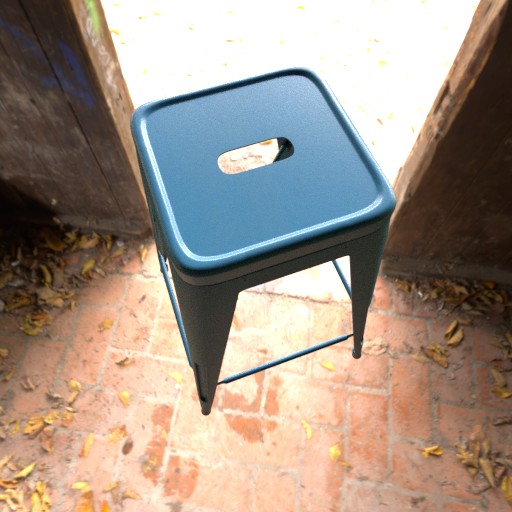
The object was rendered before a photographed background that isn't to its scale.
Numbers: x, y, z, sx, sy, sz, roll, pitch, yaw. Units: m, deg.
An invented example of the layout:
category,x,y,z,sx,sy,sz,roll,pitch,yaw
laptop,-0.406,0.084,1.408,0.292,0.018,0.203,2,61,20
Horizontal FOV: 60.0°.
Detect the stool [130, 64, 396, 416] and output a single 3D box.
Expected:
category,x,y,z,sx,sy,sz,roll,pitch,yaw
stool,0.000,0.000,0.879,0.410,0.608,0.410,-18,64,-9
